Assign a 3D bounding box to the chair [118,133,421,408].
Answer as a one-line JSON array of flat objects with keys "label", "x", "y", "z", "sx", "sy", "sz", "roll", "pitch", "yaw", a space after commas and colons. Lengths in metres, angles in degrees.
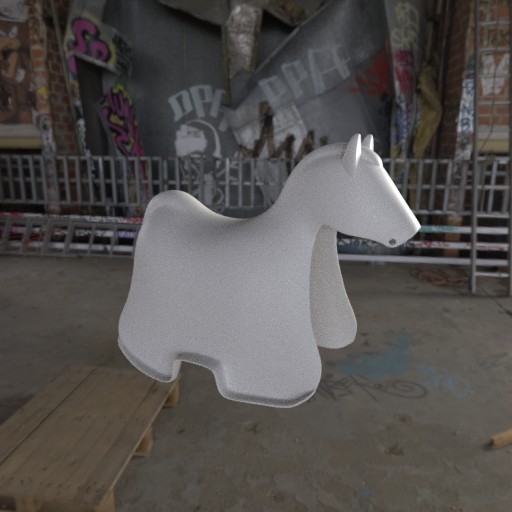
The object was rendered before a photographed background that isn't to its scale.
[{"label": "chair", "x": 0.000, "y": 0.000, "z": 1.162, "sx": 0.800, "sy": 0.612, "sz": 0.429, "roll": 8, "pitch": 16, "yaw": 27}]
